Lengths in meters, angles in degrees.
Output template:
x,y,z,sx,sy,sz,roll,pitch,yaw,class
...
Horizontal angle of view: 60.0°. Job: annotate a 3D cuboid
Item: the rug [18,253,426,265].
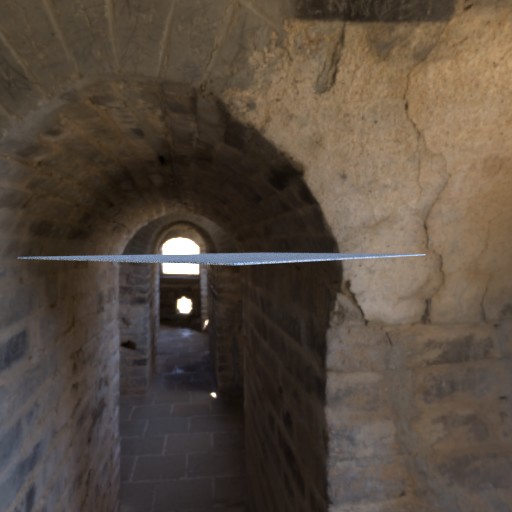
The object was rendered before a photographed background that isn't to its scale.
x,y,z,sx,sy,sz,roll,pitch,yaw,class
0.000,0.000,2.188,1.142,0.006,1.752,1,1,36,rug
